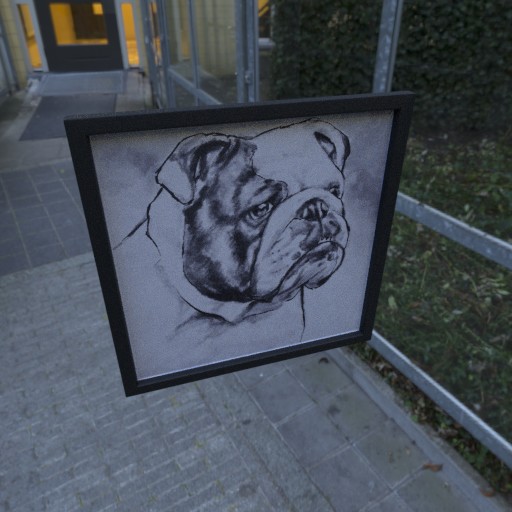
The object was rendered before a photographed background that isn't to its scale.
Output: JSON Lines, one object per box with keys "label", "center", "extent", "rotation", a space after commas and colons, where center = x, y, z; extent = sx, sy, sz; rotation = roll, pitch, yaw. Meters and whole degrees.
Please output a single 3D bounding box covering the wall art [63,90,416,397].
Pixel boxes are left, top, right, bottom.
{"label": "wall art", "center": [0.000, 0.000, 0.678], "extent": [0.456, 0.453, 0.022], "rotation": [-9, 33, -15]}
